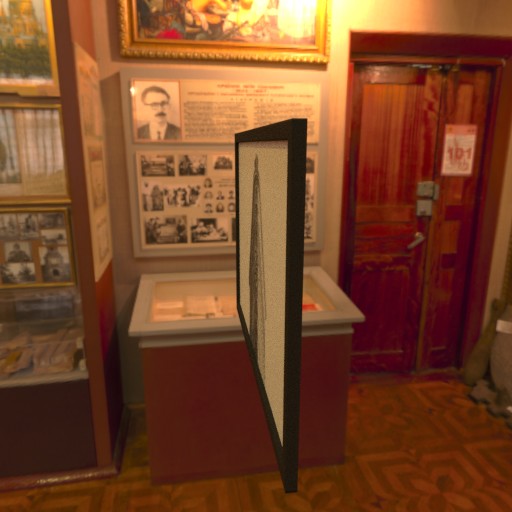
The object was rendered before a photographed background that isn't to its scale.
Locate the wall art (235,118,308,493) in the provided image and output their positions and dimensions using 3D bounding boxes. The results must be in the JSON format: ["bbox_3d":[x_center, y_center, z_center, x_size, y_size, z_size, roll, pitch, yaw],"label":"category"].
[{"bbox_3d":[0.000,0.000,1.192,0.026,0.656,0.958,-2,14,-7],"label":"wall art"}]
